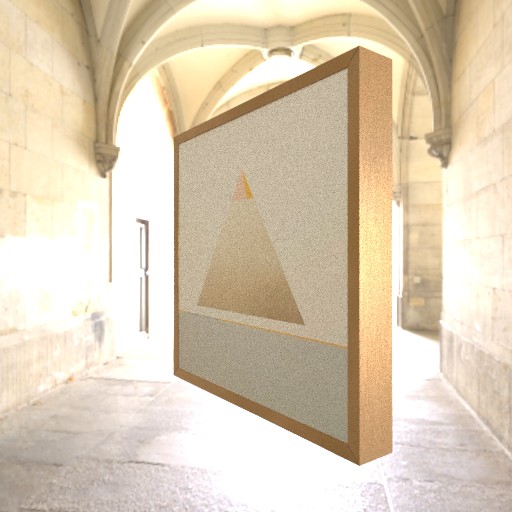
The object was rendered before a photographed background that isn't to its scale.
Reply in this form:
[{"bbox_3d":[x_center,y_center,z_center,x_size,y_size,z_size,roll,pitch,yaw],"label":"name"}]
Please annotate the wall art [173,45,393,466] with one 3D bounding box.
[{"bbox_3d":[0.000,0.000,0.453,0.038,0.303,0.305,0,0,-36],"label":"wall art"}]
